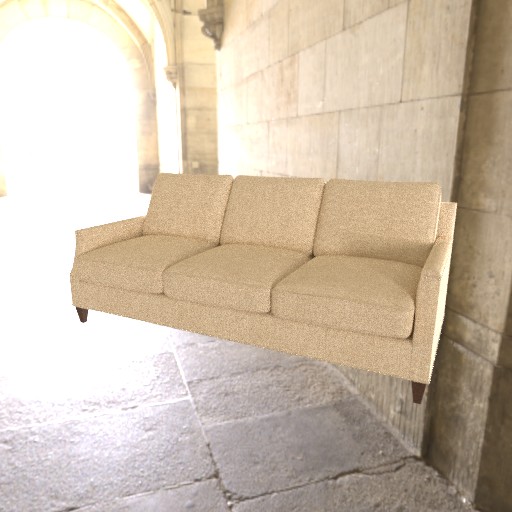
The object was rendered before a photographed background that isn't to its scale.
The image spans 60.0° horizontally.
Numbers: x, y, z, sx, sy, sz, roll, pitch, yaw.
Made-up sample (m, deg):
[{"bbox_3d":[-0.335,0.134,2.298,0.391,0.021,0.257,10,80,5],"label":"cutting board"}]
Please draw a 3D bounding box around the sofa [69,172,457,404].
[{"bbox_3d":[0.000,0.000,2.787,2.210,0.940,1.041,7,16,25],"label":"sofa"}]
